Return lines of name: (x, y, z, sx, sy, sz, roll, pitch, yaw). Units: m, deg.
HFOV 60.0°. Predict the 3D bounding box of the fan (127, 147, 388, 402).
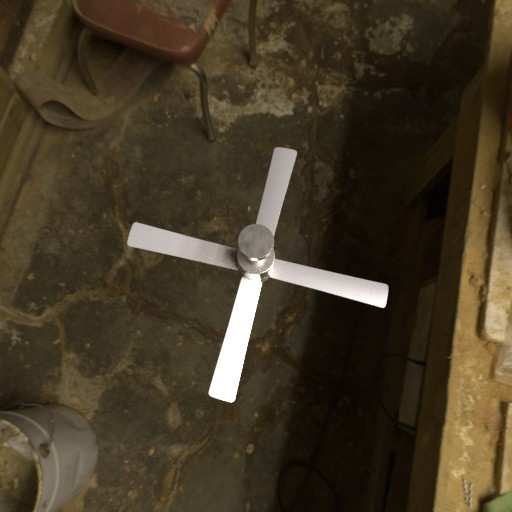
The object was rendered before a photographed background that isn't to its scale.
fan: (0.000, 0.000, 2.373, 1.525, 0.539, 1.525, 14, 75, 4)
